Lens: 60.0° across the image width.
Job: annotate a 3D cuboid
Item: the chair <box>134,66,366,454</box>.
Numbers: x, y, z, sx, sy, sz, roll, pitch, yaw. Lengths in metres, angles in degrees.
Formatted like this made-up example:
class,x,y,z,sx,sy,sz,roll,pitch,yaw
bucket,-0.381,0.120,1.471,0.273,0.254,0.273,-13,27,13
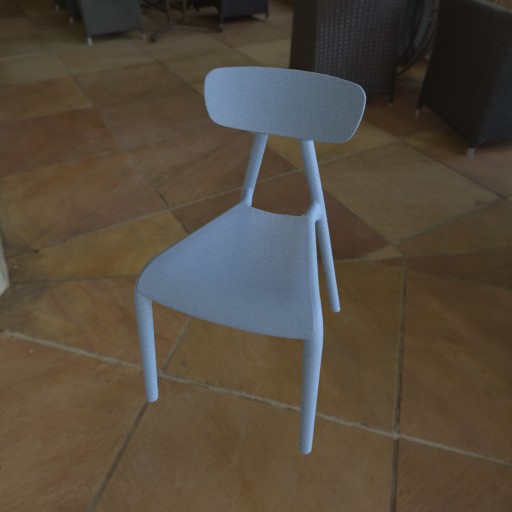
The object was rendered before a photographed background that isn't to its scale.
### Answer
class,x,y,z,sx,sy,sz,roll,pitch,yaw
chair,0.000,0.000,0.844,0.356,0.580,0.401,13,42,15
